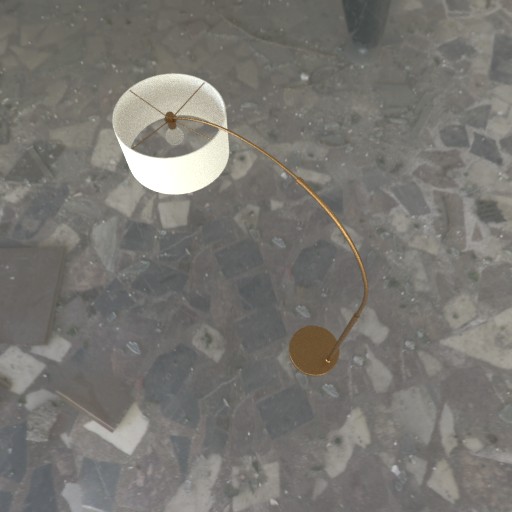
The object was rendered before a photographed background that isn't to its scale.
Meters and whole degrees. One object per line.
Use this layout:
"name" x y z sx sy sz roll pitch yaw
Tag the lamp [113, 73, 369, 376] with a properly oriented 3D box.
"lamp" 0.000 0.000 2.567 1.434 1.927 0.493 34 69 15
